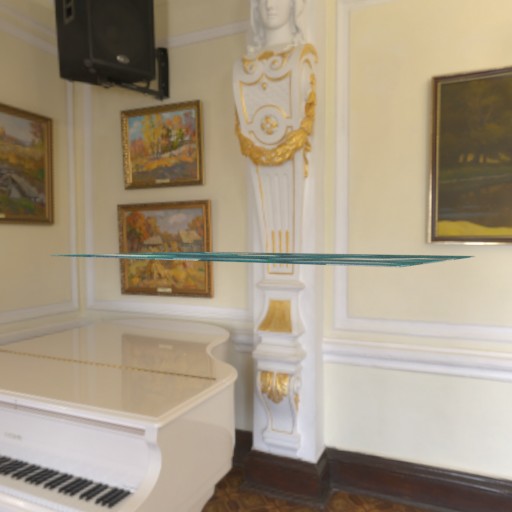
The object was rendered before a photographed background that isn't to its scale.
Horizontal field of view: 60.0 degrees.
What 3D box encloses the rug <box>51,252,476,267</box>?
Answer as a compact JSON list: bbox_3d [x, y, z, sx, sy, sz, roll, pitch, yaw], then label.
[{"bbox_3d":[0.000,0.000,2.968,2.420,0.005,1.528,1,2,36],"label":"rug"}]
